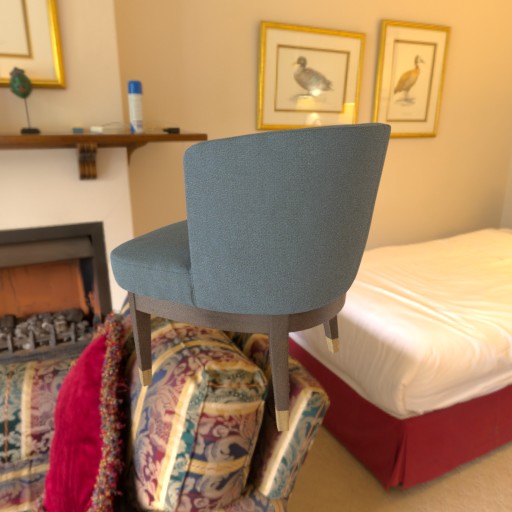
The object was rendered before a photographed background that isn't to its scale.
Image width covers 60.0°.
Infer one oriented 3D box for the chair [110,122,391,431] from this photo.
[{"bbox_3d":[0.000,0.000,1.313,0.702,0.760,0.661,9,19,25],"label":"chair"}]
